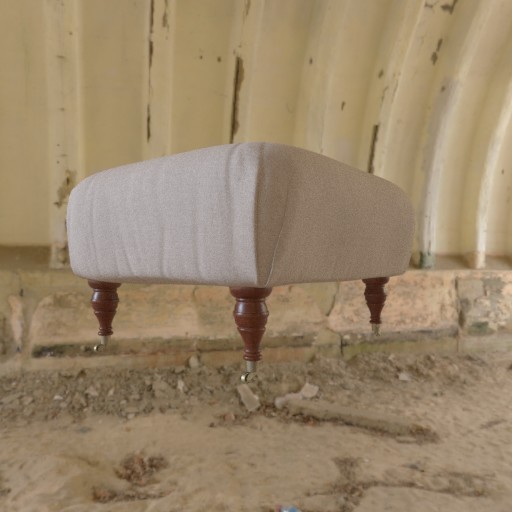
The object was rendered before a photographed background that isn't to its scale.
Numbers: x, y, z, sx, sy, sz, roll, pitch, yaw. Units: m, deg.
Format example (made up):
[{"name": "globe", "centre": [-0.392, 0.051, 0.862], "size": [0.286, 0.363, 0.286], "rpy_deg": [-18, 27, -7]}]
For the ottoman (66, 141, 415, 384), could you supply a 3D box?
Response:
[{"name": "ottoman", "centre": [0.000, 0.000, 1.137], "size": [0.622, 0.450, 0.746], "rpy_deg": [0, -1, 37]}]
